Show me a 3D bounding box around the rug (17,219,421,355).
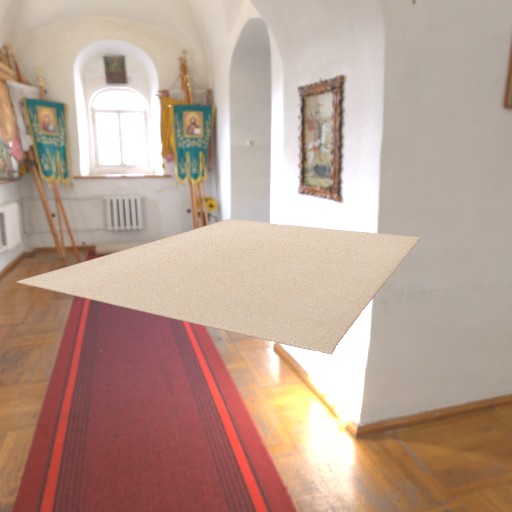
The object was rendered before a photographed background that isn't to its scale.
[{"bbox_3d":[0.000,0.000,4.059,2.462,0.018,3.039,8,17,27],"label":"rug"}]
